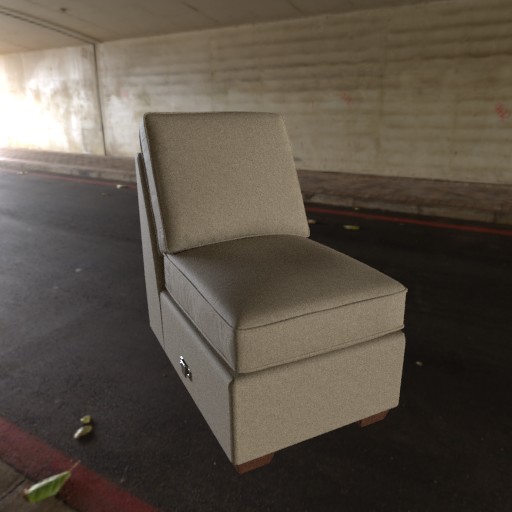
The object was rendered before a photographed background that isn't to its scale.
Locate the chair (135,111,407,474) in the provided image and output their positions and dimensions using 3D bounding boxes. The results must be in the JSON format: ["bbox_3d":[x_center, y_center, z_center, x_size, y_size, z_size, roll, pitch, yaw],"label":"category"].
[{"bbox_3d":[0.000,0.000,1.708,0.674,1.058,1.020,-9,20,-25],"label":"chair"}]
